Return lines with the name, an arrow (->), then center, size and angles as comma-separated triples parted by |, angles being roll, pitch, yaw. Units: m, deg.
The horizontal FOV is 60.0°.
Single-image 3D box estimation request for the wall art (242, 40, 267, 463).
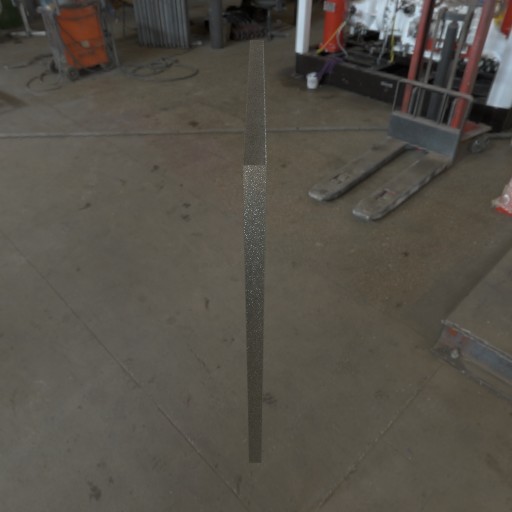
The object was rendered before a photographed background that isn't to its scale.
wall art -> 0.000, 0.000, 1.395 | 0.041, 1.062, 0.803 | 0, 40, 0
